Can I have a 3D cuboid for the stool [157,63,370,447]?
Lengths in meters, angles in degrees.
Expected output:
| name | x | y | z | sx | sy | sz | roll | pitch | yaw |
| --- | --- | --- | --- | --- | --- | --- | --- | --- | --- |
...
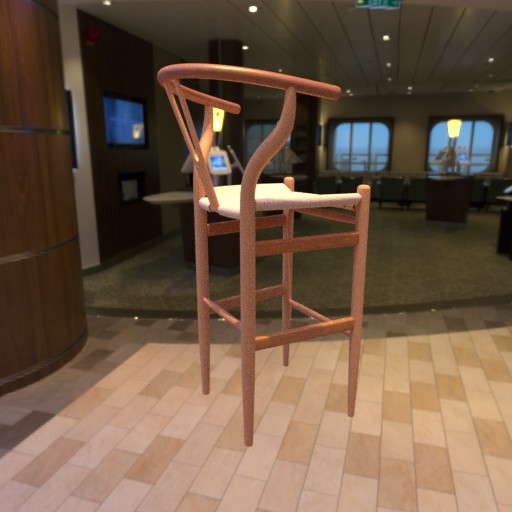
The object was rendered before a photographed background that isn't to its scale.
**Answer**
| name | x | y | z | sx | sy | sz | roll | pitch | yaw |
| --- | --- | --- | --- | --- | --- | --- | --- | --- | --- |
| stool | 0.000 | 0.000 | 1.397 | 0.561 | 1.068 | 0.574 | -8 | 16 | -28 |
